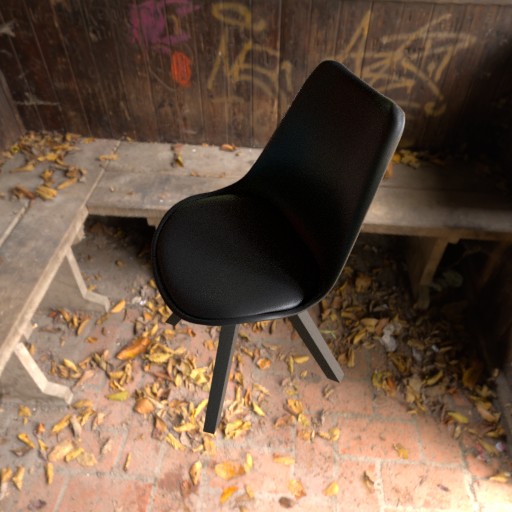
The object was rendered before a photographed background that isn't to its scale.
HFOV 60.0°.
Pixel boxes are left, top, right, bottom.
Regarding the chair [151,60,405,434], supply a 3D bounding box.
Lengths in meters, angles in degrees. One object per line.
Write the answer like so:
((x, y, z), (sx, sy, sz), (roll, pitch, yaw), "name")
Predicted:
((0.000, 0.000, 1.159), (0.530, 0.850, 0.485), (-17, 48, -16), "chair")
